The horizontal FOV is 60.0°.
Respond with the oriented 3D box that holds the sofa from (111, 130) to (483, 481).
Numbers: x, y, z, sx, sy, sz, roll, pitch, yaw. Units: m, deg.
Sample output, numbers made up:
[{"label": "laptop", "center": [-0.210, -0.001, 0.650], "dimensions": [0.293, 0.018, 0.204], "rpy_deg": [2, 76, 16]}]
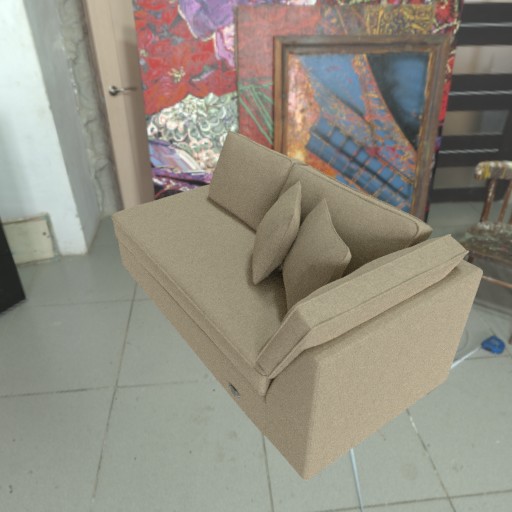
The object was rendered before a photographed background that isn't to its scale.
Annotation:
[{"label": "sofa", "center": [0.000, 0.000, 2.765], "dimensions": [1.110, 1.033, 2.237], "rpy_deg": [-21, 38, -29]}]
